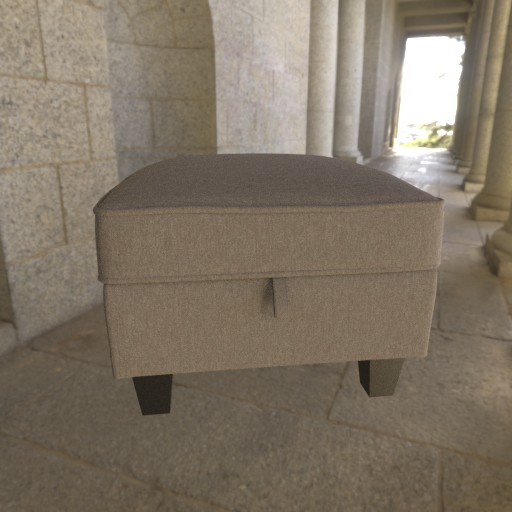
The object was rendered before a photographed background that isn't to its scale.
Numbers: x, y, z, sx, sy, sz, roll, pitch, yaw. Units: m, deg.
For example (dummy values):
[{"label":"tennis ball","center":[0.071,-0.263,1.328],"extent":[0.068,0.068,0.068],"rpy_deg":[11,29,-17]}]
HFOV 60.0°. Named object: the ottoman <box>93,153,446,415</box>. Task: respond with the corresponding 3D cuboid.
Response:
[{"label":"ottoman","center":[0.000,0.000,1.384],"extent":[0.808,0.612,0.871],"rpy_deg":[-2,17,-7]}]
